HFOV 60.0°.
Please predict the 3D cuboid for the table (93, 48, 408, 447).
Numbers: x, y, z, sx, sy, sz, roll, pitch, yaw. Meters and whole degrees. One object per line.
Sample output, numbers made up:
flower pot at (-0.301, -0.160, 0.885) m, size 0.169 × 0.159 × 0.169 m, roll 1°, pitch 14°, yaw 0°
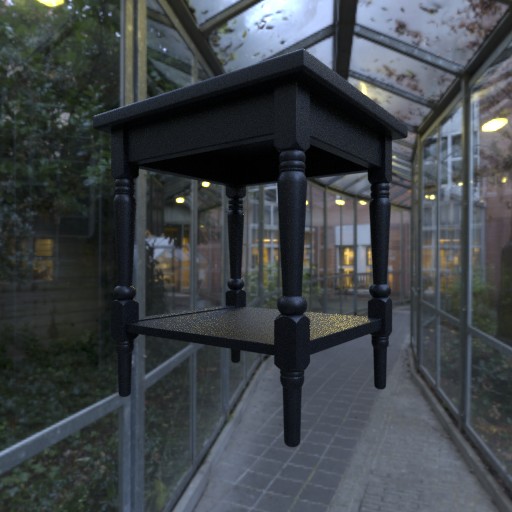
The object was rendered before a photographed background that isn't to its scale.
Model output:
table at (0.000, 0.000, 0.921) m, size 0.488 × 0.565 × 0.442 m, roll 0°, pitch 0°, yaw 36°
